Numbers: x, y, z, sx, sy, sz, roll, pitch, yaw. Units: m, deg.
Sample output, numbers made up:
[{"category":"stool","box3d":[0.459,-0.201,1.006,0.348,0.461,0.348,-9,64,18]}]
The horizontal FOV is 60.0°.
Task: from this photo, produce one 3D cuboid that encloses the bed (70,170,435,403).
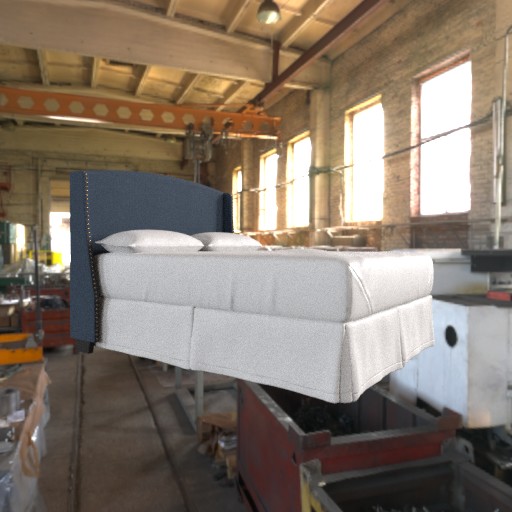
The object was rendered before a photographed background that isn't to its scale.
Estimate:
[{"category":"bed","box3d":[0.000,0.000,3.349,2.237,1.407,1.710,1,2,36]}]
